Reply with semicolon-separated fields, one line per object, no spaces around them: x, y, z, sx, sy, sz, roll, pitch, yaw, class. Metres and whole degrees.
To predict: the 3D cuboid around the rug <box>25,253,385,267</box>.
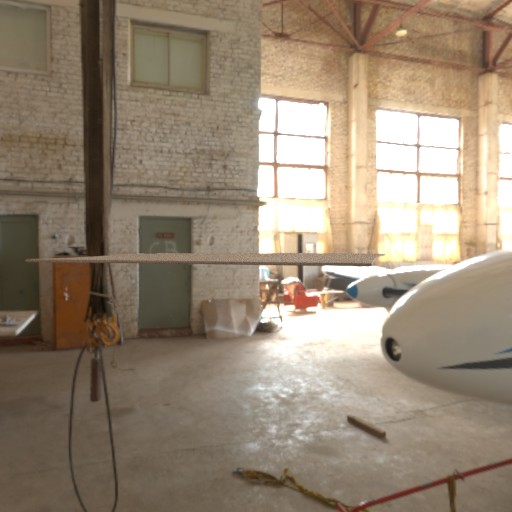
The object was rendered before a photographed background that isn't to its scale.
0.000;0.000;3.726;2.032;0.038;2.869;0;1;18;rug
